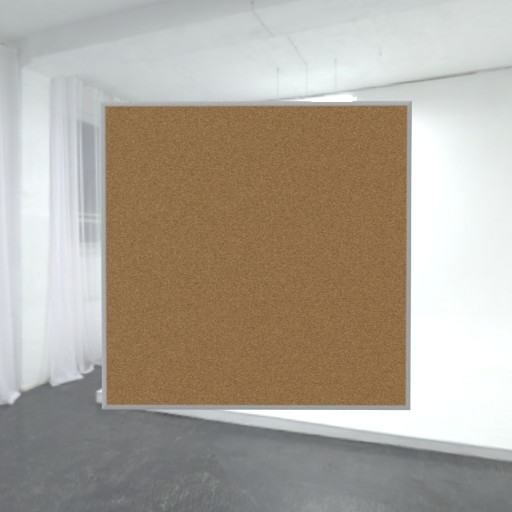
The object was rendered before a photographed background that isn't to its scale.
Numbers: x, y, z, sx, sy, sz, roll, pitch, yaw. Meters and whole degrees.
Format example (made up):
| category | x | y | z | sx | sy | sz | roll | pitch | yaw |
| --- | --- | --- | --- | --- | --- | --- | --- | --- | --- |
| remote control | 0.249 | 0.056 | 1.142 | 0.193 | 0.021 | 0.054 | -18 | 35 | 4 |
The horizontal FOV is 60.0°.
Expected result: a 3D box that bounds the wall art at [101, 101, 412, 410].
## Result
| category | x | y | z | sx | sy | sz | roll | pitch | yaw |
| --- | --- | --- | --- | --- | --- | --- | --- | --- | --- |
| wall art | 0.000 | 0.000 | 0.456 | 0.305 | 0.304 | 0.038 | 0 | 1 | 0 |
